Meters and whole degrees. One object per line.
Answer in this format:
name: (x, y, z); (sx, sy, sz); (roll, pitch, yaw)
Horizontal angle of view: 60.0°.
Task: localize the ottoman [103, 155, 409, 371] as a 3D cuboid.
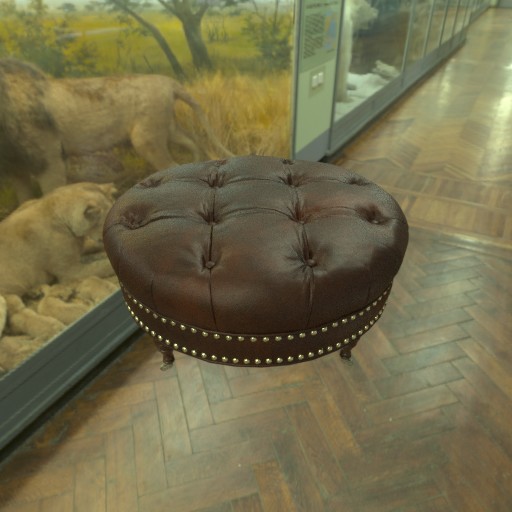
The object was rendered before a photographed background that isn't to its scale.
ottoman: (0.000, 0.000, 1.422); (0.901, 0.455, 0.901); (0, 33, 0)
